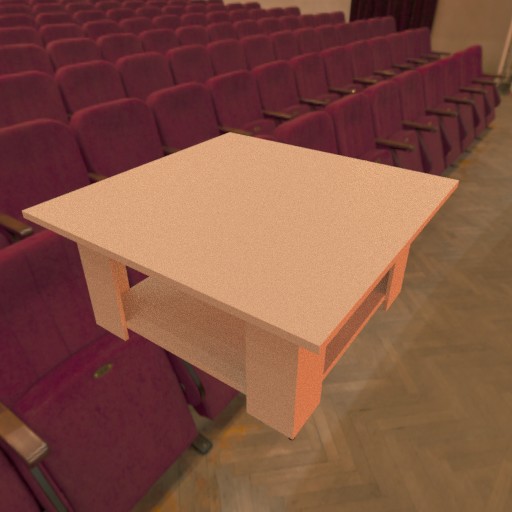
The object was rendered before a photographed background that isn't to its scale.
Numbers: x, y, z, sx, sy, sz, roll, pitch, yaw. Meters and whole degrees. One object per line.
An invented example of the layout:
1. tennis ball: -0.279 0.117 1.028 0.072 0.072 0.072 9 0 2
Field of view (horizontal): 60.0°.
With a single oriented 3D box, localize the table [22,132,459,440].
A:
1. table: 0.000 0.000 1.032 0.670 0.305 0.670 20 37 29
